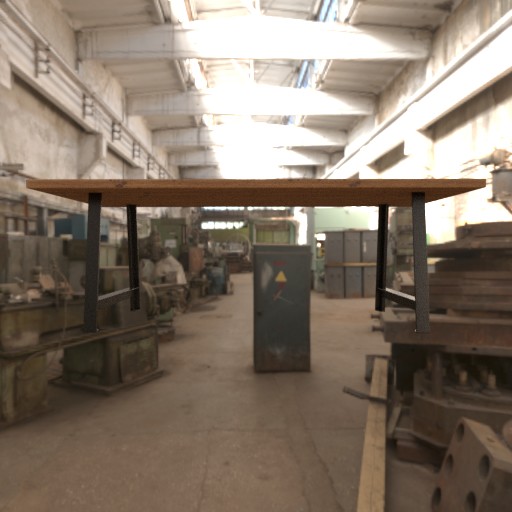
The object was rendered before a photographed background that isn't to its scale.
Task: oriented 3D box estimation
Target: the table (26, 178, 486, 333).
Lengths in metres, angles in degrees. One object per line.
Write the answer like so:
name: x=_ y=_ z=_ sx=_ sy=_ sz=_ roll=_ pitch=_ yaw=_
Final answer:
table: x=0.000 y=0.000 z=2.622 sx=2.200 sy=0.757 sz=1.000 roll=0 pitch=1 yaw=1
